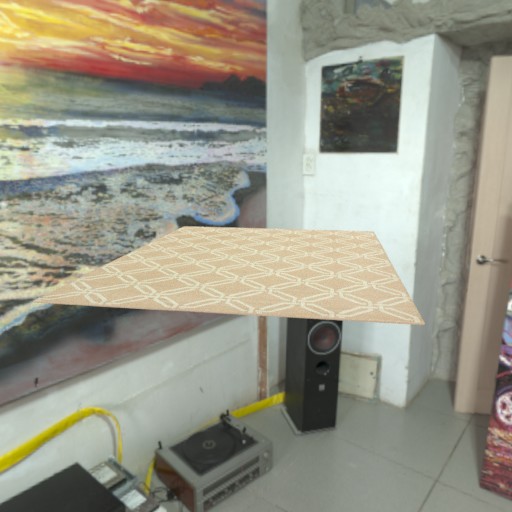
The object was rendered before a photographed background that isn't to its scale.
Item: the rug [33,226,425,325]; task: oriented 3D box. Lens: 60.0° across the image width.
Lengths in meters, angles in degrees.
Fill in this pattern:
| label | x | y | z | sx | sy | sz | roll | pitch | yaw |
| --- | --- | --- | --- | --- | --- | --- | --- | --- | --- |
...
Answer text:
| label | x | y | z | sx | sy | sz | roll | pitch | yaw |
| --- | --- | --- | --- | --- | --- | --- | --- | --- | --- |
| rug | 0.000 | 0.000 | 3.910 | 2.288 | 0.018 | 2.895 | 2 | 13 | 9 |
